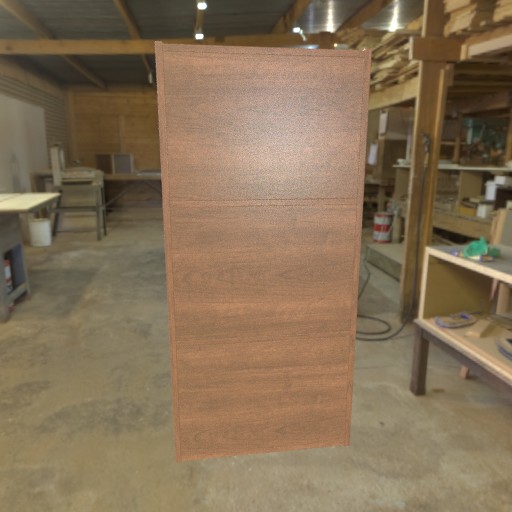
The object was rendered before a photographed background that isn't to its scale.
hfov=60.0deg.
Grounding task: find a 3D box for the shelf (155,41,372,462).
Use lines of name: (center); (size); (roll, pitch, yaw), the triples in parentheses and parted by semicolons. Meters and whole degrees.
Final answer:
shelf: (0.000, 0.000, 1.070); (0.414, 0.879, 0.290); (-2, 14, -8)
